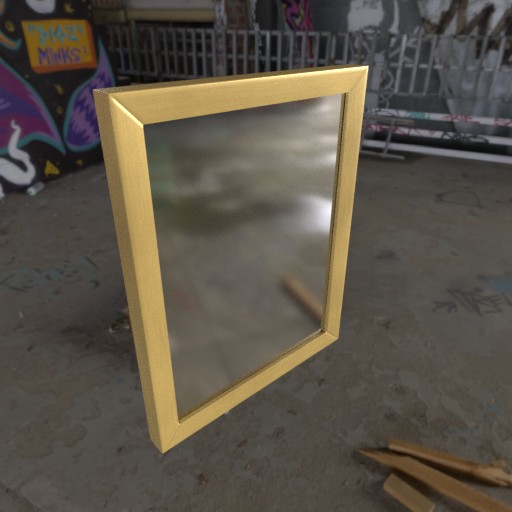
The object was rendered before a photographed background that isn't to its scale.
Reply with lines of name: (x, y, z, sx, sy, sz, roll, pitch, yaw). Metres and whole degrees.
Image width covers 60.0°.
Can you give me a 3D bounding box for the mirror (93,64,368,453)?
mirror: (0.000, 0.000, 0.668, 0.405, 0.508, 0.041, -23, 36, -35)
